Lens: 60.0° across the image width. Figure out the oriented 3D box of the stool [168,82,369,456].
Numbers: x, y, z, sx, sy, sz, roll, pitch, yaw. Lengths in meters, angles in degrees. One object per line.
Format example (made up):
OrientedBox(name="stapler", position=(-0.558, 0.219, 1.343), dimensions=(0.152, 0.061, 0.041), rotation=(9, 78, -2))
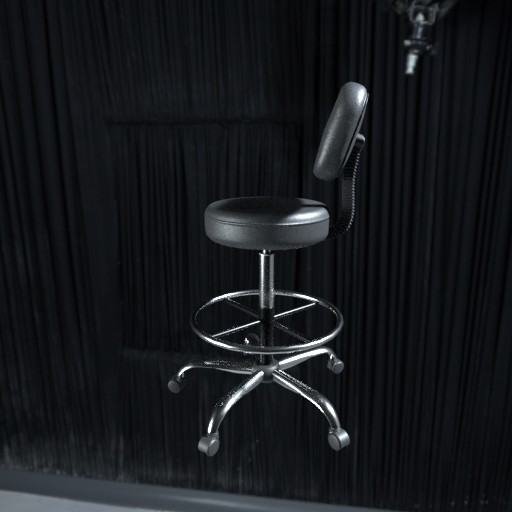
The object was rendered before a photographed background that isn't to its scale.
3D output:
OrientedBox(name="stool", position=(0.000, 0.000, 1.487), dimensions=(0.658, 1.069, 0.694), rotation=(2, 15, 8))
